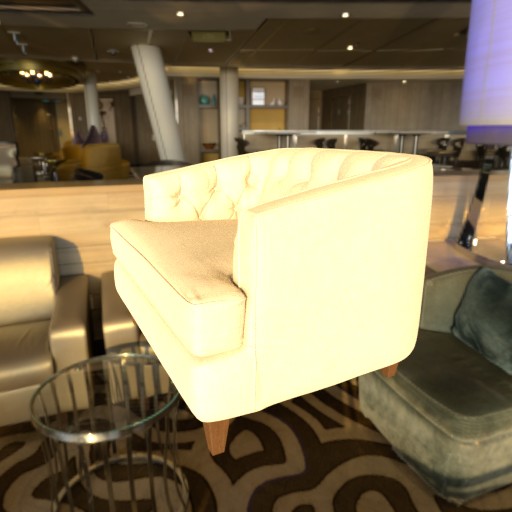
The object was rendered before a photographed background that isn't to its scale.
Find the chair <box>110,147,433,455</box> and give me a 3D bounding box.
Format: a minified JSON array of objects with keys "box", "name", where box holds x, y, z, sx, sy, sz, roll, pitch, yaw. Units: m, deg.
[{"box":[0.000,0.000,1.702,0.914,0.787,1.118,-8,17,-26],"name":"chair"}]
